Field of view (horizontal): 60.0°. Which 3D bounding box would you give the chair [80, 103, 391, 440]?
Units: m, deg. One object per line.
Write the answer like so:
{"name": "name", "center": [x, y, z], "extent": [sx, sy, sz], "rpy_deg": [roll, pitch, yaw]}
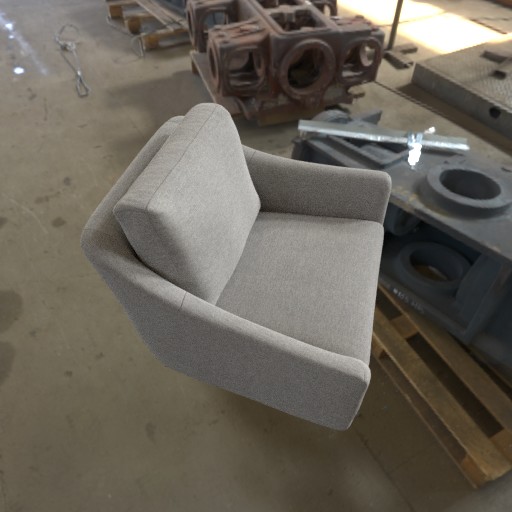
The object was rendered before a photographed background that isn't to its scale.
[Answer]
{"name": "chair", "center": [0.000, 0.000, 1.727], "extent": [0.961, 0.902, 0.986], "rpy_deg": [11, 48, 10]}
